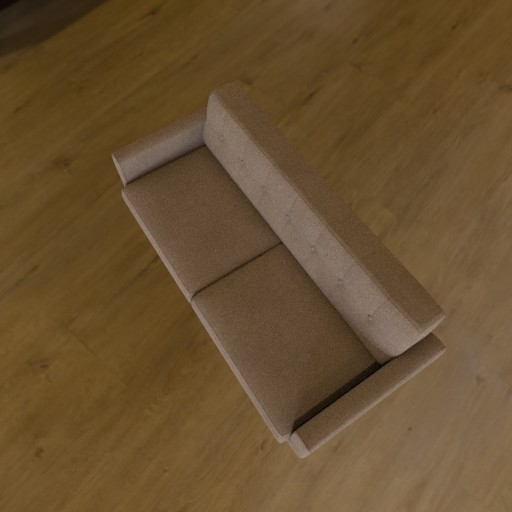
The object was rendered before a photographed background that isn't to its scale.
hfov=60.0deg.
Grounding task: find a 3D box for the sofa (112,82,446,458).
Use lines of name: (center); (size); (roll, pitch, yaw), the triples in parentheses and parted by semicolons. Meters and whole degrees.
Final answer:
sofa: (0.000, 0.000, 2.568); (0.909, 0.841, 2.029); (-31, 67, -15)
